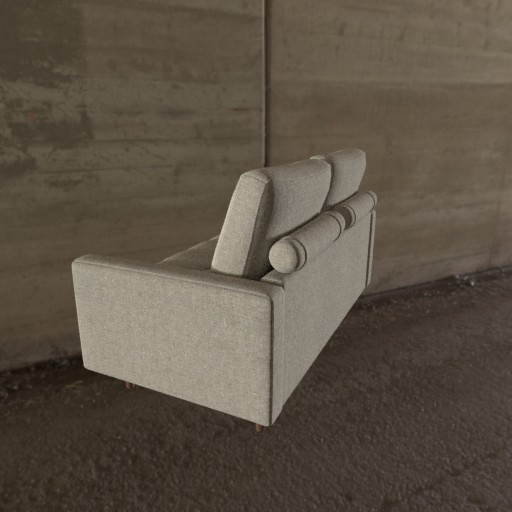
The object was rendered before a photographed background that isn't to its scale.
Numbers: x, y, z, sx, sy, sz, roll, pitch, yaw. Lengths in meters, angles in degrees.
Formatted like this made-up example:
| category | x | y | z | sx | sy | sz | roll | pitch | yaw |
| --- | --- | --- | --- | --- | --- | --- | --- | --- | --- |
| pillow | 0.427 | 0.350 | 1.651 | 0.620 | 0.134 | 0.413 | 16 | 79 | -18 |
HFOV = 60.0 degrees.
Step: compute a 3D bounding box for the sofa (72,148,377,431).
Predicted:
| category | x | y | z | sx | sy | sz | roll | pitch | yaw |
| --- | --- | --- | --- | --- | --- | --- | --- | --- | --- |
| sofa | 0.000 | 0.000 | 2.018 | 0.842 | 0.907 | 1.407 | 8 | 19 | 25 |
